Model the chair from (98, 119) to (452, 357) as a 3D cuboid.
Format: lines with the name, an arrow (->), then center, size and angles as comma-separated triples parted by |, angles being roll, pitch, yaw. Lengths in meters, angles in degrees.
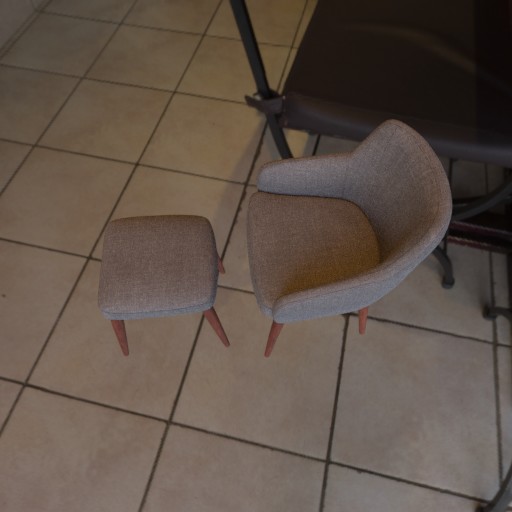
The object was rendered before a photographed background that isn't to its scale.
chair -> 0.000, 0.000, 1.587 | 1.107, 0.799, 0.584 | -4, 58, -3
